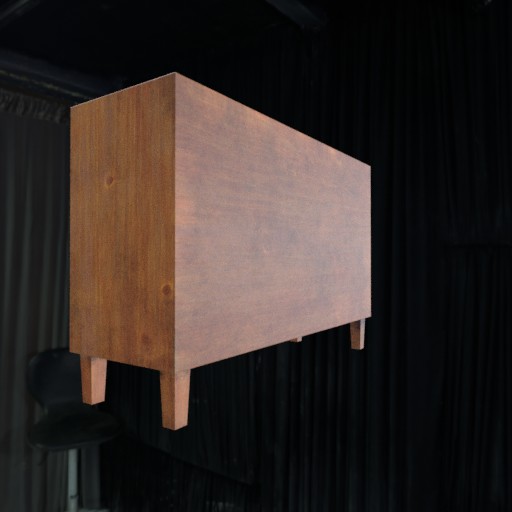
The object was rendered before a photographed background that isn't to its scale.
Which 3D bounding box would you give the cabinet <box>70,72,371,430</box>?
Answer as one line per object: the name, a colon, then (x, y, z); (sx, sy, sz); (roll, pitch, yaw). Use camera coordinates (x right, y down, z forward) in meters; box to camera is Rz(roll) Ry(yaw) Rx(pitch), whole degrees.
cabinet: (0.000, 0.000, 1.588); (0.403, 0.805, 1.204); (0, -1, 35)
